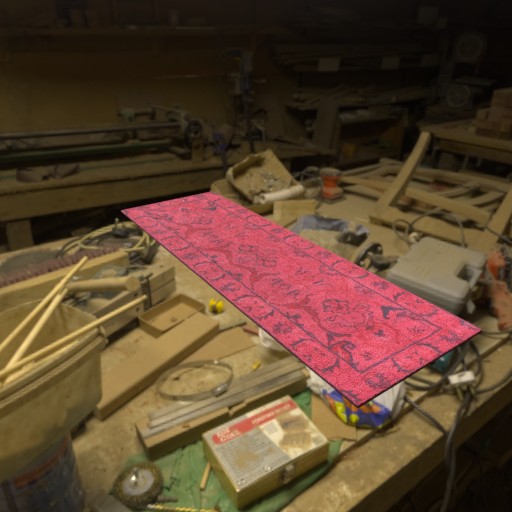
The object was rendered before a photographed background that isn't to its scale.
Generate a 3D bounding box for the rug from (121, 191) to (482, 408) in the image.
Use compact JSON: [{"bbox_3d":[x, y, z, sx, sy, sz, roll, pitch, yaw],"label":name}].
[{"bbox_3d":[0.000,0.000,2.699,0.813,0.018,2.439,-17,31,-31],"label":"rug"}]
